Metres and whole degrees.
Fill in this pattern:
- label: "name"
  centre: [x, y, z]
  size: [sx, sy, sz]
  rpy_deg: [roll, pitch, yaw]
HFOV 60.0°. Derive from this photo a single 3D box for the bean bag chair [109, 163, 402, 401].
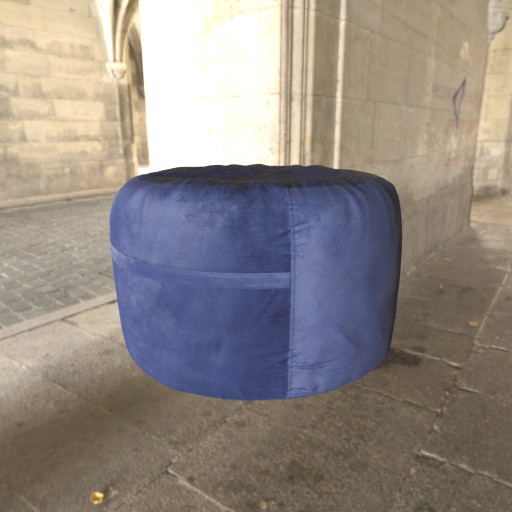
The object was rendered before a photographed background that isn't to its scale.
- label: "bean bag chair"
  centre: [0.000, 0.000, 1.961]
  size: [1.219, 0.762, 1.219]
  rpy_deg: [0, 16, 0]
